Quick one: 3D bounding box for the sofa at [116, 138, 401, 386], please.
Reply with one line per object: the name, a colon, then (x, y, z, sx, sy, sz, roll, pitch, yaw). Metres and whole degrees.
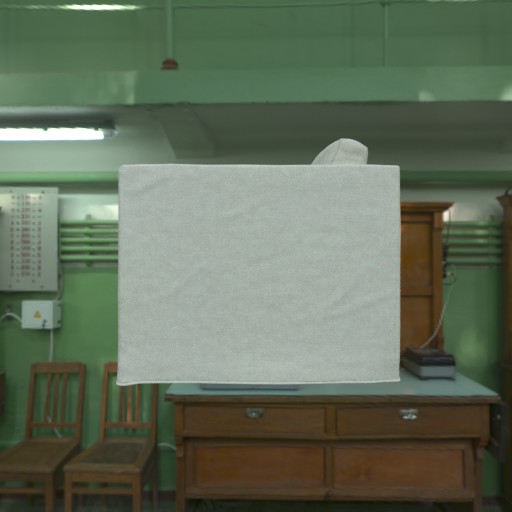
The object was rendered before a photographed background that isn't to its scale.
sofa: (0.000, 0.000, 2.272, 0.962, 0.835, 1.719, 0, 0, 0)
